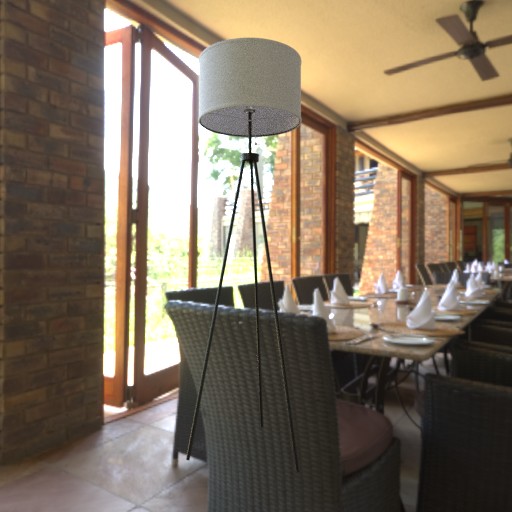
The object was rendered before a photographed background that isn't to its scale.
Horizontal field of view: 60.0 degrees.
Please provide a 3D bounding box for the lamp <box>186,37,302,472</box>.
[{"bbox_3d":[0.000,0.000,1.759,0.458,1.545,0.448,0,0,37],"label":"lamp"}]
